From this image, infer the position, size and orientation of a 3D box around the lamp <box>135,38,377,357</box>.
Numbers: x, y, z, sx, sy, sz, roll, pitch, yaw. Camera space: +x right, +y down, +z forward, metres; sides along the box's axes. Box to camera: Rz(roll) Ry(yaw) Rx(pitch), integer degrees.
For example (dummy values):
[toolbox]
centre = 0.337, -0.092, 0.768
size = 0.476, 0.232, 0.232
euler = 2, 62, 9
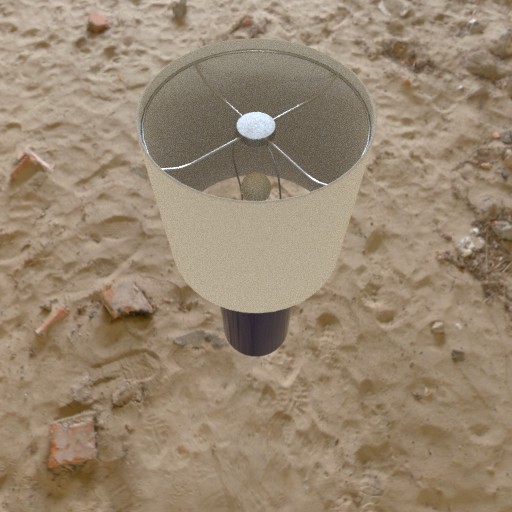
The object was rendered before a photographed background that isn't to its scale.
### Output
[lamp]
centre = 0.000, 0.000, 0.600
size = 0.212, 0.493, 0.212
euler = -33, 64, -19
